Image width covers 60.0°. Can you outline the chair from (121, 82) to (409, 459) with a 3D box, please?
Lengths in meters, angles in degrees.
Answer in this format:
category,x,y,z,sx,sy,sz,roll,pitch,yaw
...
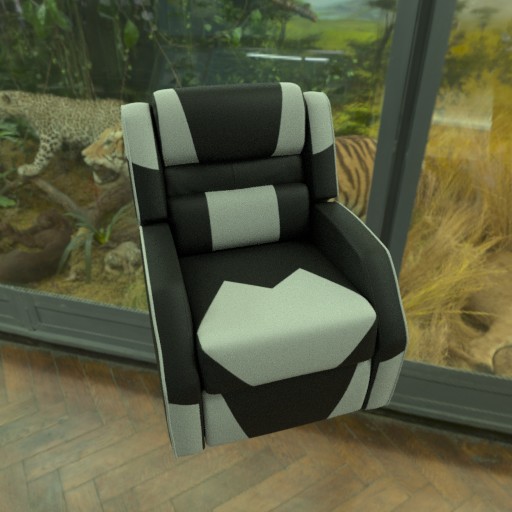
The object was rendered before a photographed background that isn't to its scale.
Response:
category,x,y,z,sx,sy,sz,roll,pitch,yaw
chair,0.000,0.000,1.246,0.620,0.805,0.672,-9,33,-14
